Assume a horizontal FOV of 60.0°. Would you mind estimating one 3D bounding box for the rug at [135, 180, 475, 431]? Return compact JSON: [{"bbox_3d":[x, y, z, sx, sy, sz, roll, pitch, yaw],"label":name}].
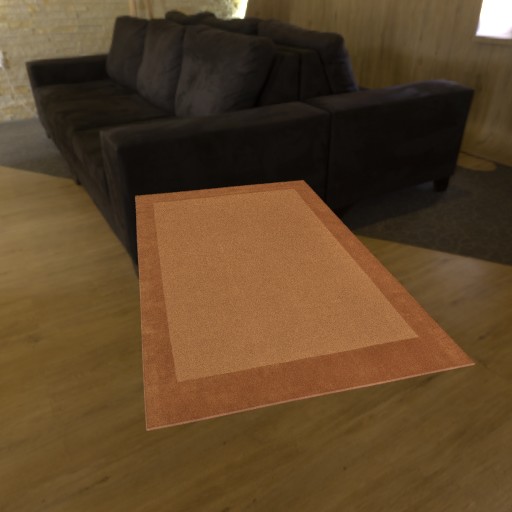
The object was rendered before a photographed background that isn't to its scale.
[{"bbox_3d":[0.000,0.000,2.952,1.524,0.014,2.438,-7,32,-12],"label":"rug"}]
